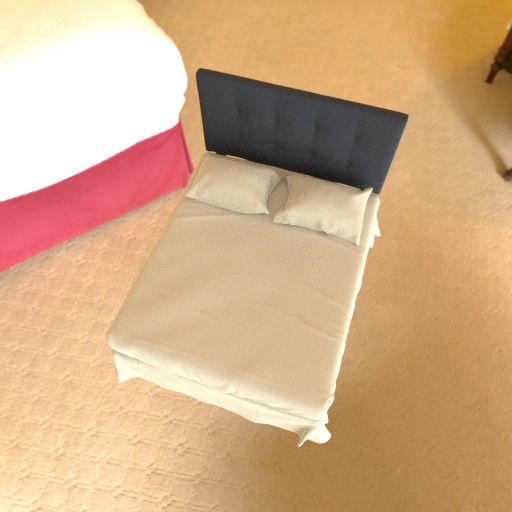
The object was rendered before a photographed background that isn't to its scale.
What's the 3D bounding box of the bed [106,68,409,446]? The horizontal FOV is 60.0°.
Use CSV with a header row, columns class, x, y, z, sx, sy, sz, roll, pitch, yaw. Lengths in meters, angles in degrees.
class,x,y,z,sx,sy,sz,roll,pitch,yaw
bed,0.000,0.000,3.463,1.936,1.577,2.222,16,61,9
